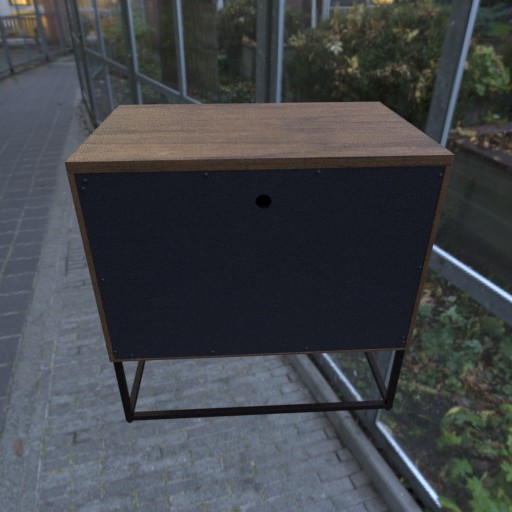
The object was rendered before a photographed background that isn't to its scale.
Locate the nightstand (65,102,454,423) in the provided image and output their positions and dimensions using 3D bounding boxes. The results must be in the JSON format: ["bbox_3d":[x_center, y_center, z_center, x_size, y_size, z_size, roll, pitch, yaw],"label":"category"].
[{"bbox_3d":[0.000,0.000,1.031,0.610,0.610,0.437,-2,31,-3],"label":"nightstand"}]
